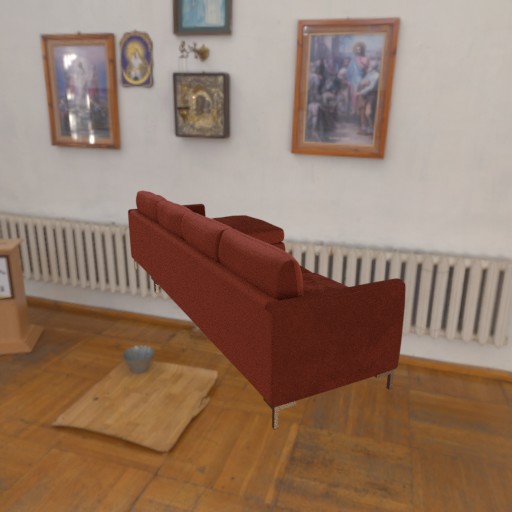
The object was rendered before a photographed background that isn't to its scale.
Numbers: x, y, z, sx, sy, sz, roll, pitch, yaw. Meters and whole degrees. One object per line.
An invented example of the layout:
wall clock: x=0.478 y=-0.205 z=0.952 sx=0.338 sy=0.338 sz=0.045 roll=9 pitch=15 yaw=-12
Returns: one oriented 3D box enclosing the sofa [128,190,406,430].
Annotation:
sofa: x=0.000 y=0.000 z=3.467 sx=1.350 sy=0.810 sz=2.932 roll=-8 pitch=17 yaw=-26
